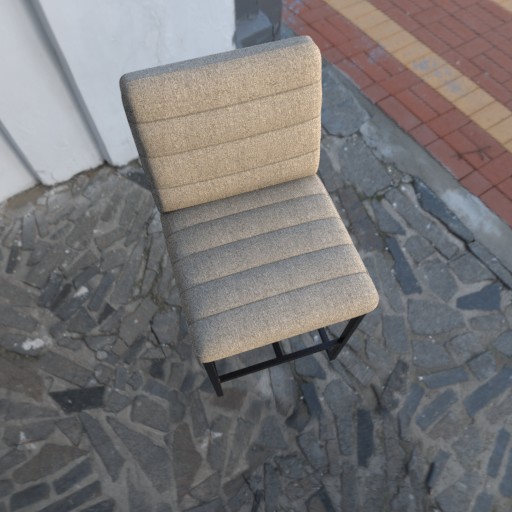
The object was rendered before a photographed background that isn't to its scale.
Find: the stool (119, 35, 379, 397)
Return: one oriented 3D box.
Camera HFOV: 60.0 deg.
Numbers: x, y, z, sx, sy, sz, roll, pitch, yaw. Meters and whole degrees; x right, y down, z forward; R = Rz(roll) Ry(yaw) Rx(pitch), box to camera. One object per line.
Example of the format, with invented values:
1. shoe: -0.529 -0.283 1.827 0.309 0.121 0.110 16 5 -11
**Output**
1. stool: 0.000 0.000 1.259 0.460 0.940 0.560 -16 64 -8
